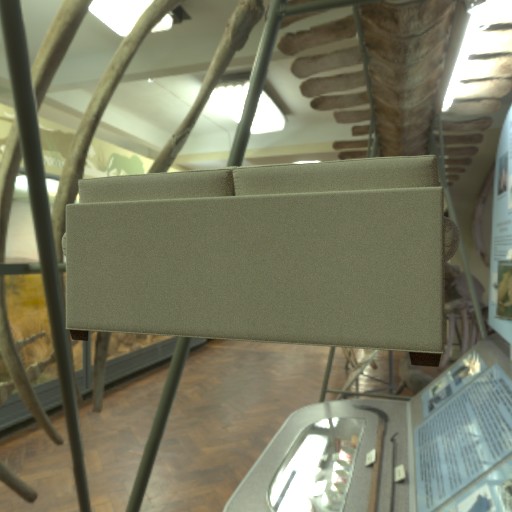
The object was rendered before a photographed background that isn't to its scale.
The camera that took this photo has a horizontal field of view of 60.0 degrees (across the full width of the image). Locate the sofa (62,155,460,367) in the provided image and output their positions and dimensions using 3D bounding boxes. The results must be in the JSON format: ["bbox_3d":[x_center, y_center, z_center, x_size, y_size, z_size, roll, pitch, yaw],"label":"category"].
[{"bbox_3d":[0.000,0.000,2.621,2.146,0.962,0.901,0,0,19],"label":"sofa"}]
